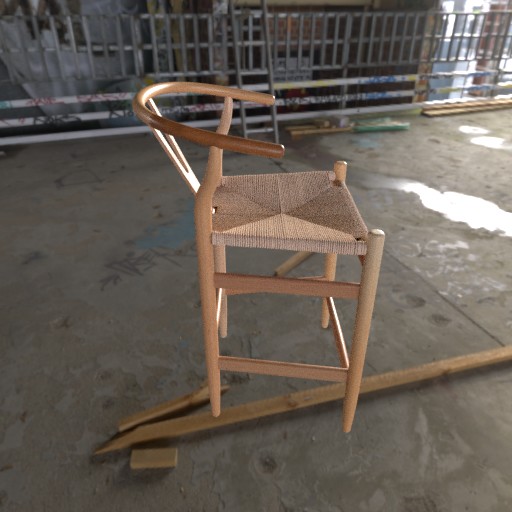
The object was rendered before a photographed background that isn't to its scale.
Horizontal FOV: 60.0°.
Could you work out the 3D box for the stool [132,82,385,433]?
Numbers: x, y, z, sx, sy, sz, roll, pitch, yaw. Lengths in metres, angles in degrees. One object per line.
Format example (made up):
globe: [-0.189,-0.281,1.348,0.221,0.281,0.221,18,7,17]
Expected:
stool: [0.000,0.000,1.296,0.575,0.923,0.536,0,30,0]
